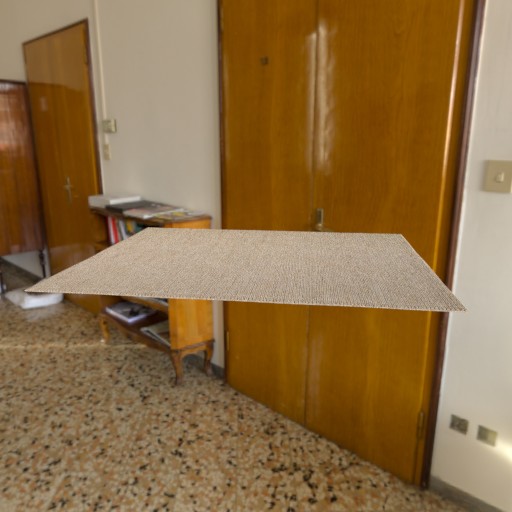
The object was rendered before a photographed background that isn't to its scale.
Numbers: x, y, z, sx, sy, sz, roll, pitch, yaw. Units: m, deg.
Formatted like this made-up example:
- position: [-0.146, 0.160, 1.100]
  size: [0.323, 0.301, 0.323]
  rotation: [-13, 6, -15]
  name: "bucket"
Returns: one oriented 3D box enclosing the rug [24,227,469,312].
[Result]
- position: [0.000, 0.000, 4.134]
  size: [3.034, 0.012, 2.406]
  rotation: [2, 15, 8]
  name: "rug"
